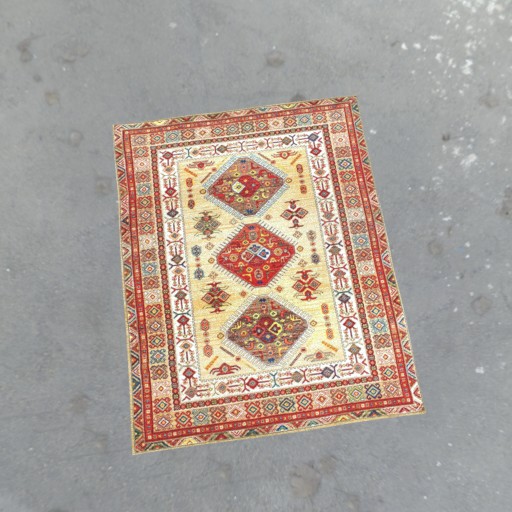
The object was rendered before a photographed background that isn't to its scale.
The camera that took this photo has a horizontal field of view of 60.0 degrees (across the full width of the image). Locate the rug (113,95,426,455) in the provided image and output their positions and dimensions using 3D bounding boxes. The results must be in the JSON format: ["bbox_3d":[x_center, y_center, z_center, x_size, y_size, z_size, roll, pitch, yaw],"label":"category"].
[{"bbox_3d":[0.000,0.000,4.045,2.460,0.005,3.067,-7,75,-2],"label":"rug"}]
